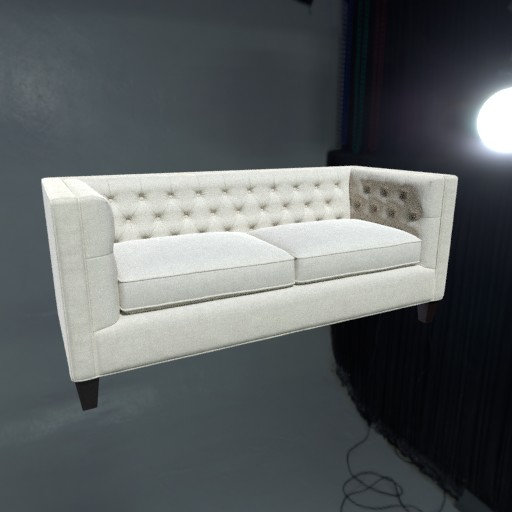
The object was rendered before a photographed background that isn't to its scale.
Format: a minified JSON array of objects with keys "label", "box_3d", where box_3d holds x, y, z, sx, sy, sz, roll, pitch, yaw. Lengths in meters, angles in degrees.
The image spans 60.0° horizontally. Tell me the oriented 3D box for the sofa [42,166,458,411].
[{"label":"sofa","box_3d":[0.000,0.000,2.144,1.778,0.762,0.775,-8,17,-26]}]
